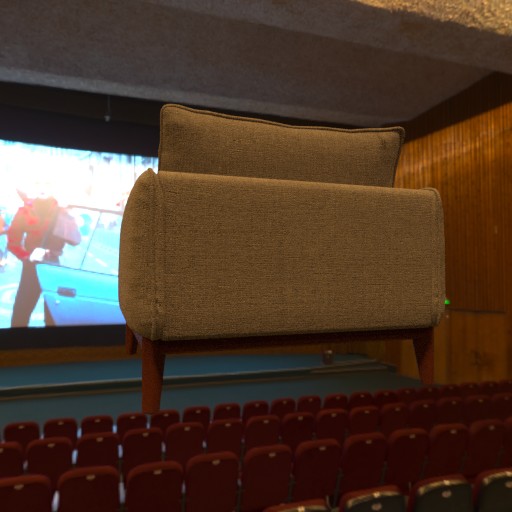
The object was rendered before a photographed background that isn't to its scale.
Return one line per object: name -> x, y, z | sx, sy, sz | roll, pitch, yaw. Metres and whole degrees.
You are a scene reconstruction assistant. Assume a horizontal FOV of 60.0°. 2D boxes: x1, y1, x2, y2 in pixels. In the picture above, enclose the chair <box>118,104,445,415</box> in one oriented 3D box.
chair -> 0.000, 0.000, 1.683 | 0.993, 0.839, 0.976 | 1, -2, -19
